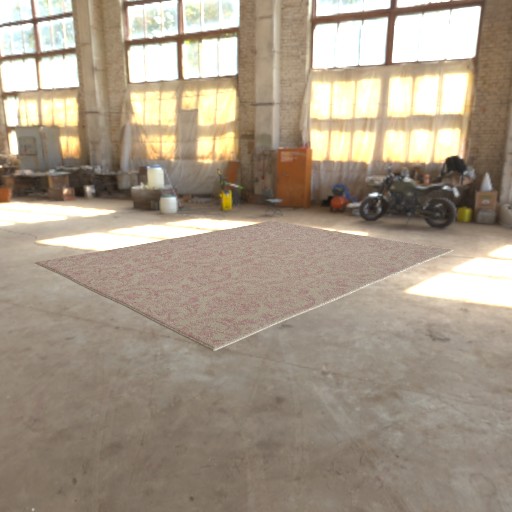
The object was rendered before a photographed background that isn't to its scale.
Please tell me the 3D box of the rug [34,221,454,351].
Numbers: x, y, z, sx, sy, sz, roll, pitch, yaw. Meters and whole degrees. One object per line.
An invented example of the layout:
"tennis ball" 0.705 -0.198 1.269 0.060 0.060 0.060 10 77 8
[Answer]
"rug" 0.000 0.000 3.995 2.363 0.012 2.980 14 19 43
